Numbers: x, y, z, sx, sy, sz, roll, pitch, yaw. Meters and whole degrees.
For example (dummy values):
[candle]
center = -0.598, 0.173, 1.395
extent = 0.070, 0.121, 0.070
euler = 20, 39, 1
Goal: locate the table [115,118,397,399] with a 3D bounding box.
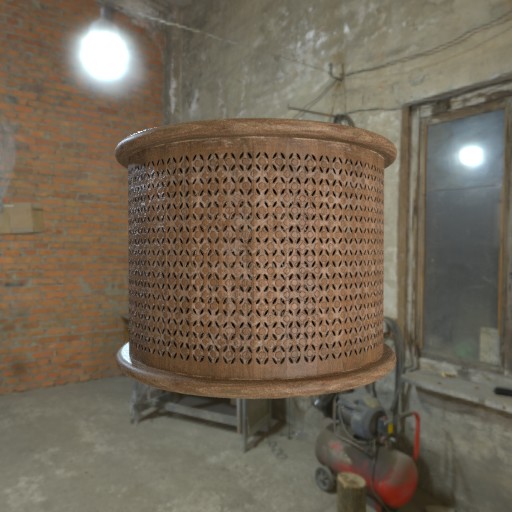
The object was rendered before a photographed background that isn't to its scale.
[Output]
[table]
center = 0.000, 0.000, 1.003
extent = 0.607, 0.450, 0.607
euler = 0, 1, 0
